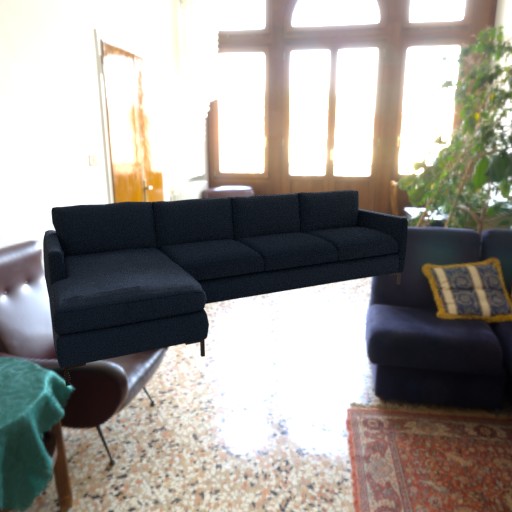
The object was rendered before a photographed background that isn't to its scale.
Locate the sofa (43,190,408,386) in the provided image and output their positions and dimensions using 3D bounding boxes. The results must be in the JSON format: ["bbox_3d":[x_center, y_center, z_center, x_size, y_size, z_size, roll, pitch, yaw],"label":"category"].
[{"bbox_3d":[0.000,0.000,2.838,2.450,0.679,1.128,-7,16,-26],"label":"sofa"}]
